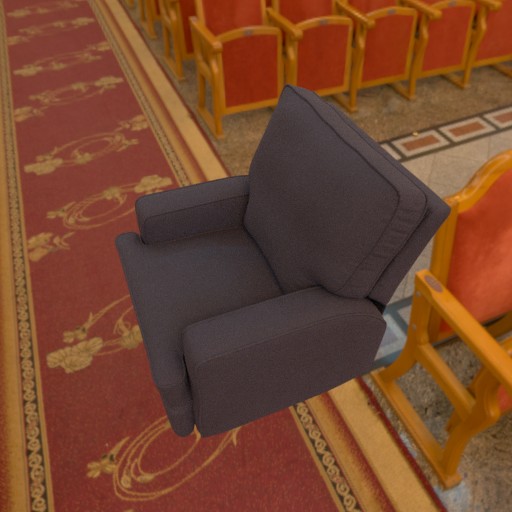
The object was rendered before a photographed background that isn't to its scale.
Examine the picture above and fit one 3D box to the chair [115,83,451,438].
[{"bbox_3d":[0.000,0.000,1.677,0.964,0.962,0.861,-17,48,-16],"label":"chair"}]
